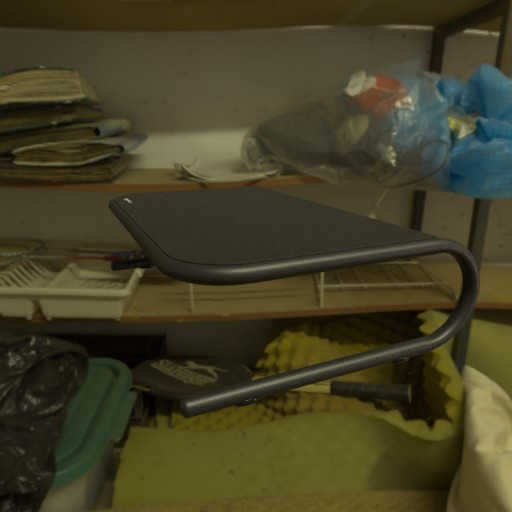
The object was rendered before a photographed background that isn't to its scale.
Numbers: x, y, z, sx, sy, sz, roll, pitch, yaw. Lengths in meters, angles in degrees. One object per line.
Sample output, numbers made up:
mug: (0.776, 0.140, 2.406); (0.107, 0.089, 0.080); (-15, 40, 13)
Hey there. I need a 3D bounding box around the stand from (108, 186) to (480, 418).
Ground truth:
stand: (0.000, 0.000, 0.504); (0.280, 0.108, 0.370); (-7, 18, -24)
